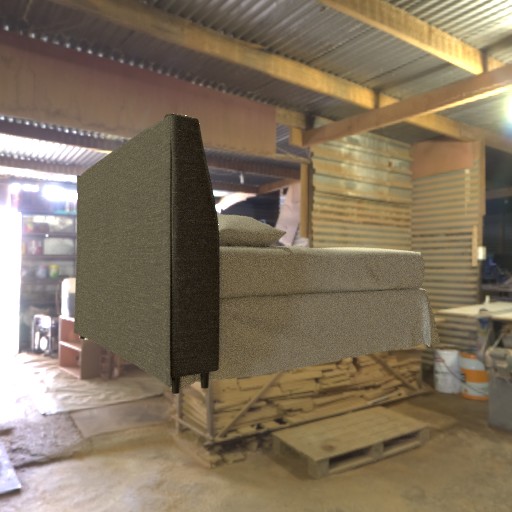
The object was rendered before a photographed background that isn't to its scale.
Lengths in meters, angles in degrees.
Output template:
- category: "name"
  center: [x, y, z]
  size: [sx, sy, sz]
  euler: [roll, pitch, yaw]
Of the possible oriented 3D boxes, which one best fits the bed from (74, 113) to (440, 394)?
- category: "bed"
  center: [0.000, 0.000, 3.449]
  size: [2.276, 1.332, 1.925]
  euler: [1, -1, -34]
